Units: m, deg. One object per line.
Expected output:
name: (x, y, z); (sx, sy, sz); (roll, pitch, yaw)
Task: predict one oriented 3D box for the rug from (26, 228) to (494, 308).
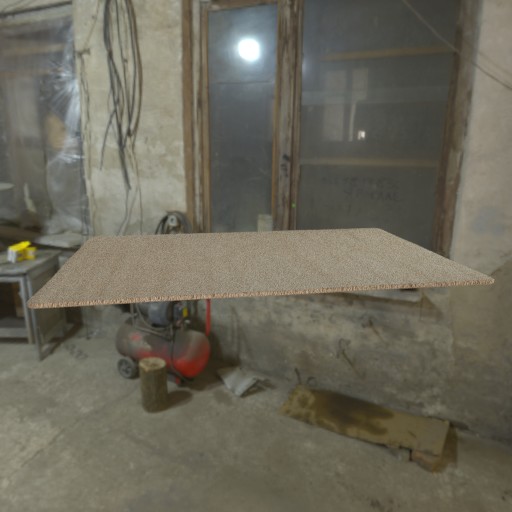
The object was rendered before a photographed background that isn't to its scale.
rug: (0.000, 0.000, 2.891); (2.349, 0.026, 1.500); (-2, 15, -9)
